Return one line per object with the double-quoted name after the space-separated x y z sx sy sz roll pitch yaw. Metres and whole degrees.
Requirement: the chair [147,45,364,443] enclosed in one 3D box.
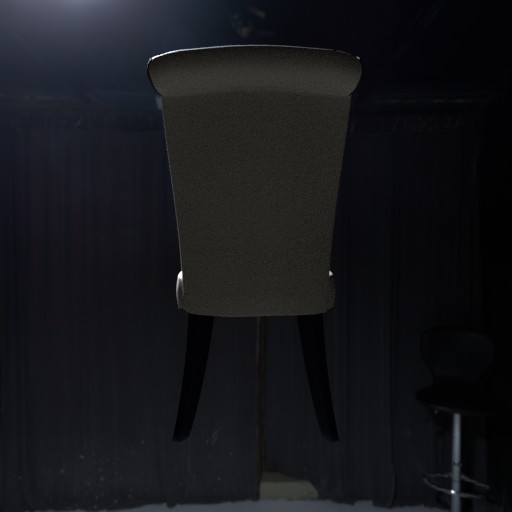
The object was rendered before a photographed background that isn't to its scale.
0.000 0.000 1.328 0.522 0.997 0.623 0 1 0 "chair"
